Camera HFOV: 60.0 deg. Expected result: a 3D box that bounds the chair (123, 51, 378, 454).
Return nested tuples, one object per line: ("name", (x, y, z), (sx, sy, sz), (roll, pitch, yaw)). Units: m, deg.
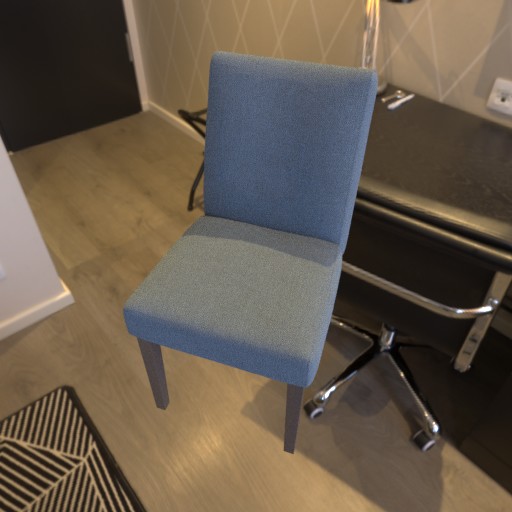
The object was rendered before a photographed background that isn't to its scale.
("chair", (0.000, 0.000, 1.228), (0.487, 0.882, 0.629), (13, 44, 14))
